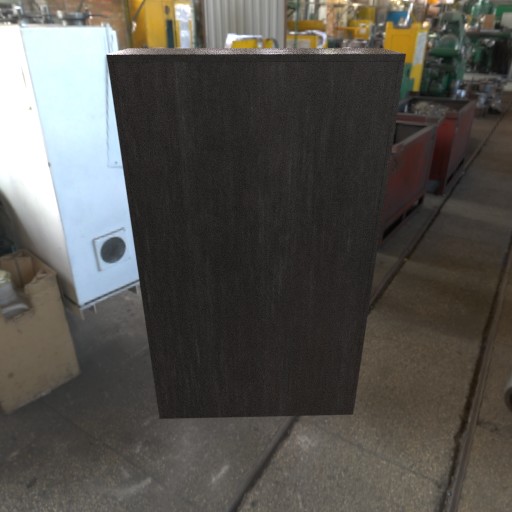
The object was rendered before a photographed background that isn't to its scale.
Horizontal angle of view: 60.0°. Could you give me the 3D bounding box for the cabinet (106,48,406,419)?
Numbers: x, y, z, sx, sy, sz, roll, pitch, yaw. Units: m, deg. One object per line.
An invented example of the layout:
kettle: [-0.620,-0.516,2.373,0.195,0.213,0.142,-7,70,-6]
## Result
cabinet: [0.000,0.000,1.520,0.750,1.280,0.250,-1,28,-1]
